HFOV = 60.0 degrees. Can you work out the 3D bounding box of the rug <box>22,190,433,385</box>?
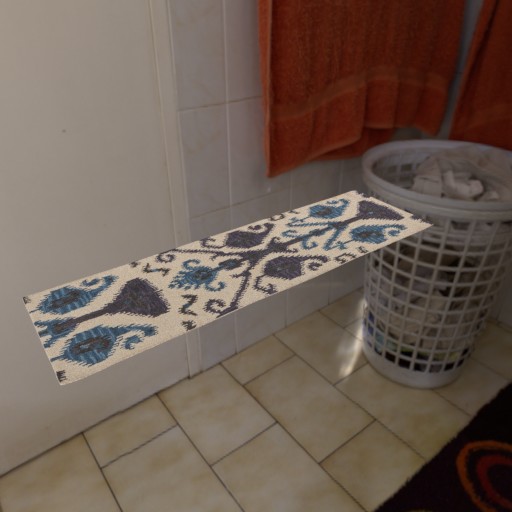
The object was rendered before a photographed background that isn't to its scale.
[{"bbox_3d":[0.000,0.000,2.481,2.301,0.017,0.692,-20,37,-30],"label":"rug"}]
